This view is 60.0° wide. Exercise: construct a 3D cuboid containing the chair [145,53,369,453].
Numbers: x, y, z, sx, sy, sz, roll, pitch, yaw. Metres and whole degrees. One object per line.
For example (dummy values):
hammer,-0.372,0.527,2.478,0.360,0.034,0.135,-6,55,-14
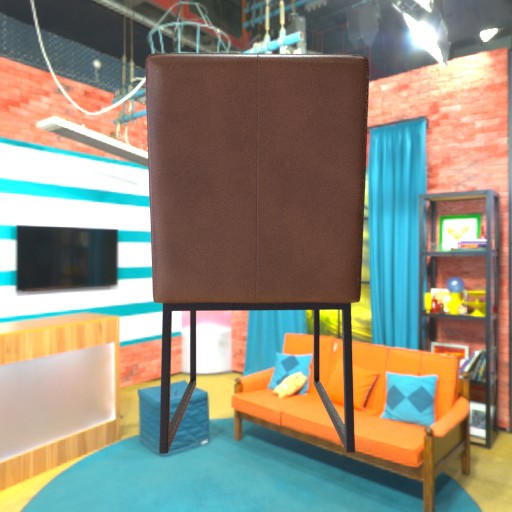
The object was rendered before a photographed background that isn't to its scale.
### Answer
chair,0.000,0.000,1.301,0.520,0.930,0.634,0,0,-1
